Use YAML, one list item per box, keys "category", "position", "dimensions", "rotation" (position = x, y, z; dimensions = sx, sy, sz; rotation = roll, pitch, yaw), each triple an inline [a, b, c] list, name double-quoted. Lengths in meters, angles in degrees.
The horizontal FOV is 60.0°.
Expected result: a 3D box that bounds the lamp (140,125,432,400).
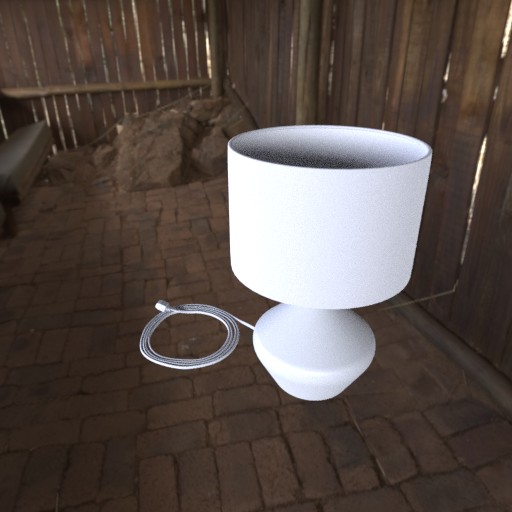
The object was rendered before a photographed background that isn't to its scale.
- category: "lamp"
  position: [0.000, 0.000, 0.844]
  dimensions: [0.401, 0.457, 0.546]
  rotation: [-18, 31, -31]
